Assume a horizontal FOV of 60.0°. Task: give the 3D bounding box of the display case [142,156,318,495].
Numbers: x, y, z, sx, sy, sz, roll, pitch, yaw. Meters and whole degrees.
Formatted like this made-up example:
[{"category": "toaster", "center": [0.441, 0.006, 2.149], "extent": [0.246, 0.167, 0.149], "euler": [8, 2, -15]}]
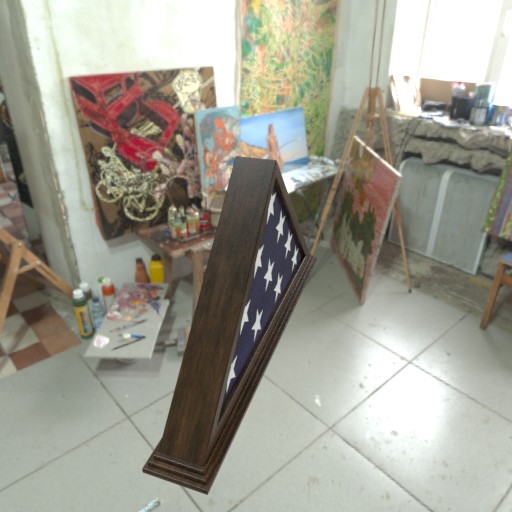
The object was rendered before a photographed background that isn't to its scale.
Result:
[{"category": "display case", "center": [0.000, 0.000, 0.756], "extent": [0.095, 0.340, 0.640], "euler": [10, 31, 17]}]
